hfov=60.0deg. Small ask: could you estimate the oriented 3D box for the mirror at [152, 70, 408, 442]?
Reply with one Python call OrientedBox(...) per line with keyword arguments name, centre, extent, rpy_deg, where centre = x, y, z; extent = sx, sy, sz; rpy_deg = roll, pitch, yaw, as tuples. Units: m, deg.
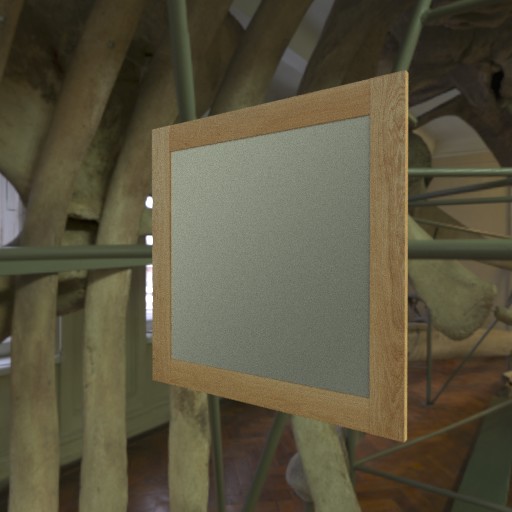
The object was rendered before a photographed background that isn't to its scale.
OrientedBox(name="mirror", centre=(0.000, 0.000, 1.191), extent=(0.800, 0.800, 0.020), rpy_deg=(0, 1, 35))
